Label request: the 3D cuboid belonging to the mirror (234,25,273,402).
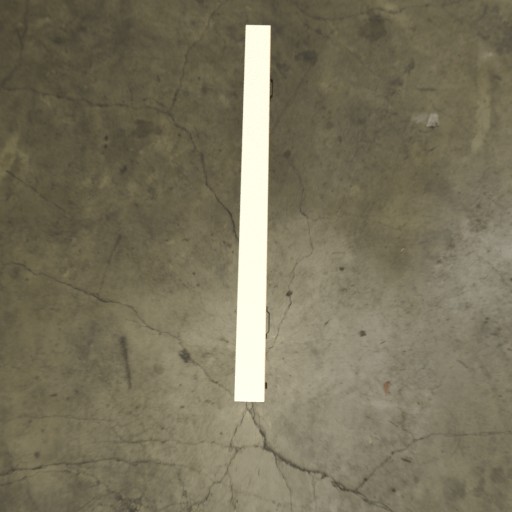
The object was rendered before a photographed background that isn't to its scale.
[{"bbox_3d":[0.000,0.000,0.915,0.040,0.710,0.507,1,77,0],"label":"mirror"}]
